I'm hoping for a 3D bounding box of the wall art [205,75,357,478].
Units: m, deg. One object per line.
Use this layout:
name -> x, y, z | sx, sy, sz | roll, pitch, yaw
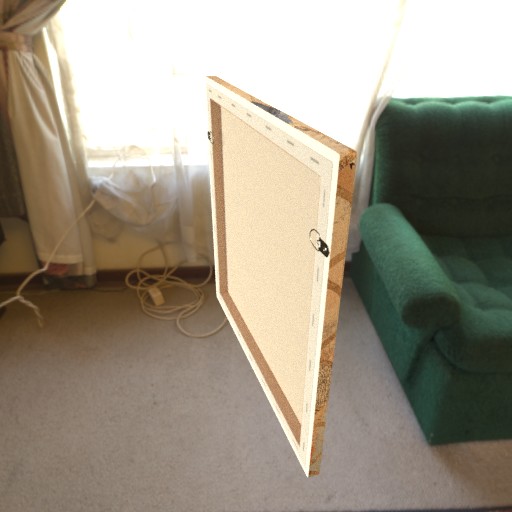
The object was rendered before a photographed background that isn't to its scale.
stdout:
wall art -> 0.000, 0.000, 1.359 | 0.039, 0.914, 0.912 | -11, 32, -17
